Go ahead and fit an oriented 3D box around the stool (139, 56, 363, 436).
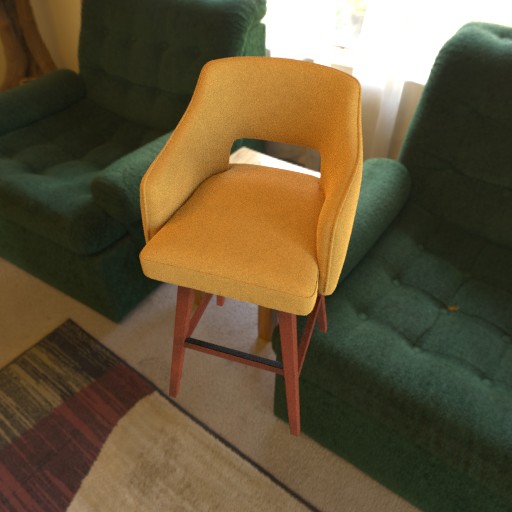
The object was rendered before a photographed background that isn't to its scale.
[{"bbox_3d":[0.000,0.000,1.370,0.548,1.012,0.558,13,44,13],"label":"stool"}]
